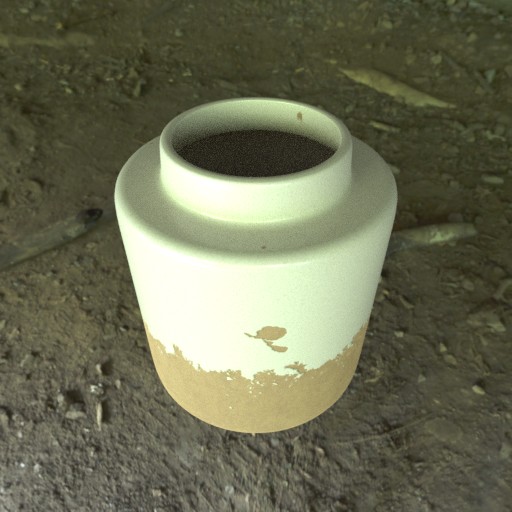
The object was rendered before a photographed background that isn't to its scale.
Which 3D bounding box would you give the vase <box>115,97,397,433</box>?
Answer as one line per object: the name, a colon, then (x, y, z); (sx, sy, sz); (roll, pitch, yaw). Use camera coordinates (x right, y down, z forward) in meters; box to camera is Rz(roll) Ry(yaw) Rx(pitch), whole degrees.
vase: (0.000, 0.000, 0.281); (0.153, 0.167, 0.153); (0, 41, 0)
